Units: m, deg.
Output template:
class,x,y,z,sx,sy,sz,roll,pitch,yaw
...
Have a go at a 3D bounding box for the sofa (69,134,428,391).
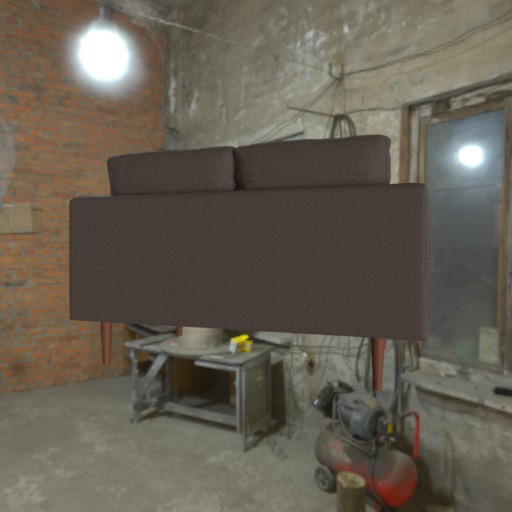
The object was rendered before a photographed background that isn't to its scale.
class,x,y,z,sx,sy,sz,roll,pitch,yaw
sofa,0.000,0.000,2.032,1.430,0.908,0.796,0,1,18
